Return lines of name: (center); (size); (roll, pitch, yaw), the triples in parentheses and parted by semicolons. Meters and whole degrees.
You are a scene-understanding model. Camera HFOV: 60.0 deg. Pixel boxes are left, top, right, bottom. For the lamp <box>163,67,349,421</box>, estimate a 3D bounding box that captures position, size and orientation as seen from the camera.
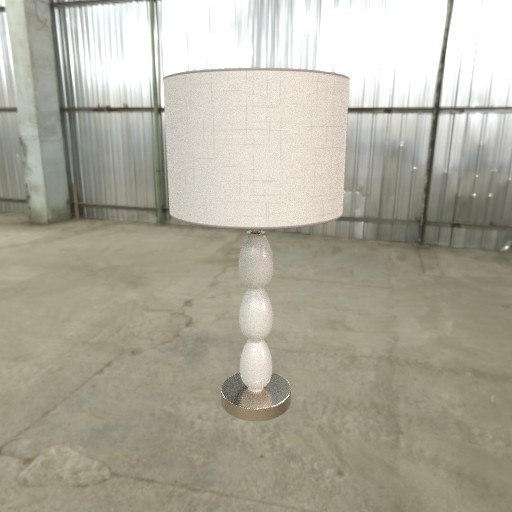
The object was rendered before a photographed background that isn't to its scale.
lamp: (0.000, 0.000, 0.753); (0.282, 0.559, 0.280); (15, 22, 43)
